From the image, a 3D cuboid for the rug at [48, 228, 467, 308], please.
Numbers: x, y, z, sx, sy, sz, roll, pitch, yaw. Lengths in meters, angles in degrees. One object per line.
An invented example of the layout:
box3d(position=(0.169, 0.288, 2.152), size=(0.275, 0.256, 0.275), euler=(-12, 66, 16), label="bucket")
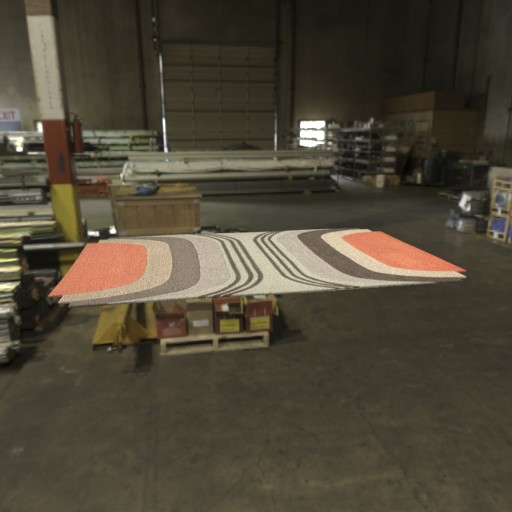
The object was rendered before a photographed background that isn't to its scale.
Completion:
box3d(position=(0.000, 0.000, 3.100), size=(2.446, 0.017, 1.530), euler=(-3, 16, -10), label="rug")
